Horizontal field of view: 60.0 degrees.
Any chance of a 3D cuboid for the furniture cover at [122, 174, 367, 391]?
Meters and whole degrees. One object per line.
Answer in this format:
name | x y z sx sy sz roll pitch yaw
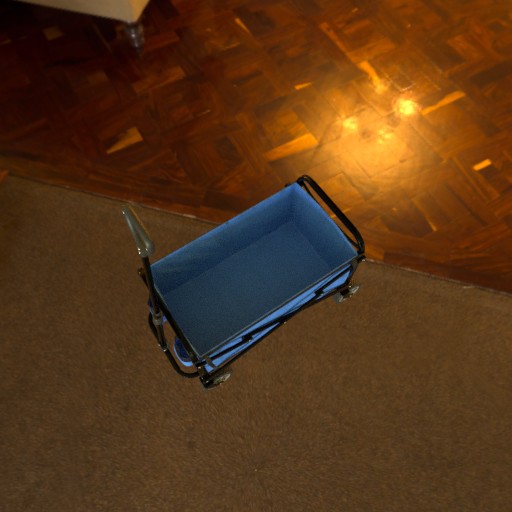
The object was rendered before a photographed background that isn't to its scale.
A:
furniture cover | 0.000 0.000 1.808 1.038 1.295 0.532 -31 68 -14
